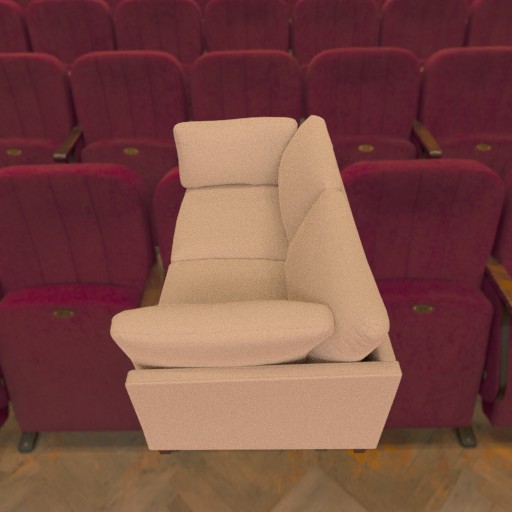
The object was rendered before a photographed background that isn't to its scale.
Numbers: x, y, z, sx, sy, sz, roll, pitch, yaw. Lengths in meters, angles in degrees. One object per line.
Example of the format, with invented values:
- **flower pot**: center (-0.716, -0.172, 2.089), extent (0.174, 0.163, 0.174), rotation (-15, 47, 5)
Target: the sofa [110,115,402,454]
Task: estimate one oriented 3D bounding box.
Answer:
- **sofa**: center (0.000, 0.000, 2.261), extent (0.970, 0.836, 1.776), rotation (0, 40, 0)
